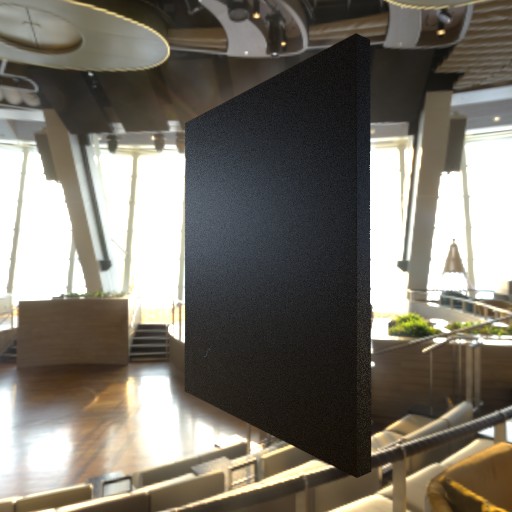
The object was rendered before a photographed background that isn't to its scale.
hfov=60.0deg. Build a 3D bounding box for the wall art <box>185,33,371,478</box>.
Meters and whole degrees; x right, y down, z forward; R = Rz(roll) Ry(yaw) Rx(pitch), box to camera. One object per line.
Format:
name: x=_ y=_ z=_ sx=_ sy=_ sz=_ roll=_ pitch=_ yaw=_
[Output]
wall art: x=0.000 y=0.000 z=0.746 sx=0.028 sy=0.557 sz=0.457 roll=0 pitch=-1 yaw=-37
